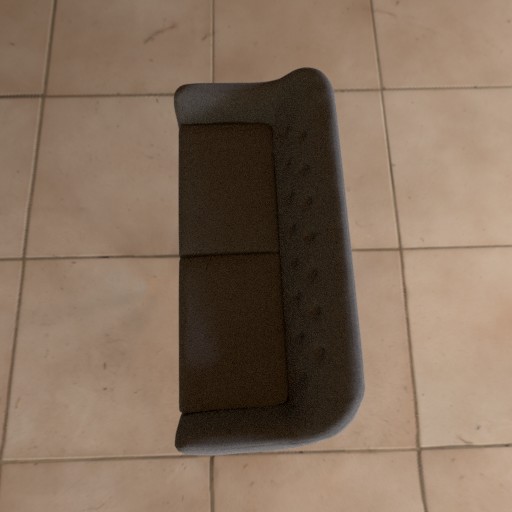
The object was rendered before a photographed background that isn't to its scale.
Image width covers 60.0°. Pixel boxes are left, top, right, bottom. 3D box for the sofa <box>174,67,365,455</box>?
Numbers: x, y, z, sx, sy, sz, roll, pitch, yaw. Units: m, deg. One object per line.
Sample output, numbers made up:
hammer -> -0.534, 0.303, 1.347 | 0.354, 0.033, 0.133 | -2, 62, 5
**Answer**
sofa -> 0.000, 0.000, 2.288 | 0.820, 0.820, 1.840 | -3, 75, -1
